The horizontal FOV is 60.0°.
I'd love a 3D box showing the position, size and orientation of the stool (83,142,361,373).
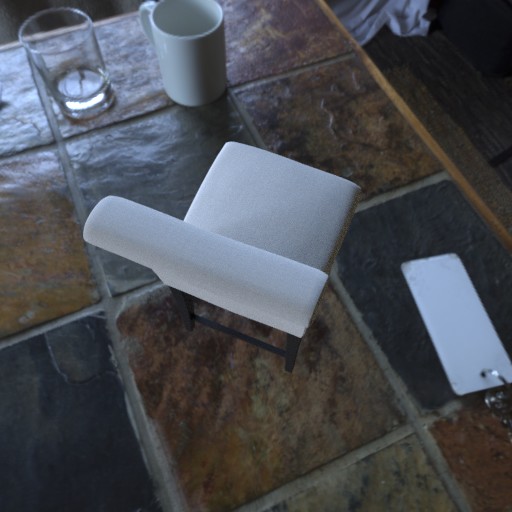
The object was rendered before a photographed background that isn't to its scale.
[{"bbox_3d":[0.000,0.000,1.307,0.452,0.976,0.597,20,66,10],"label":"stool"}]
